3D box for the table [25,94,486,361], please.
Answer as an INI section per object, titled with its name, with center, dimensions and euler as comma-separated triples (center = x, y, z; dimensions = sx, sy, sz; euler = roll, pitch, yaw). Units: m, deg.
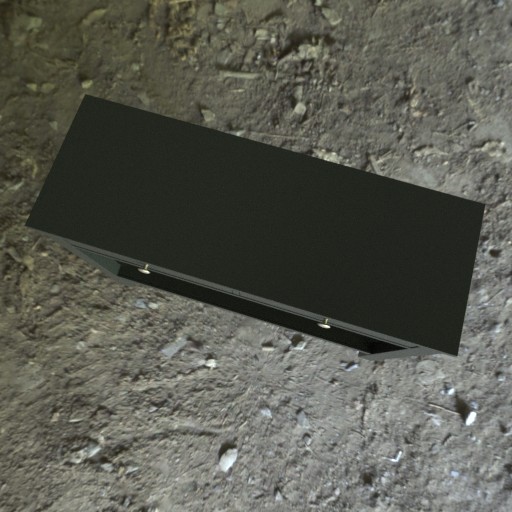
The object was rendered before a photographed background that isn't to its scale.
[table]
center = 0.000, 0.000, 1.451
dimensions = 1.068, 0.753, 0.397
euler = 16, 76, 4
